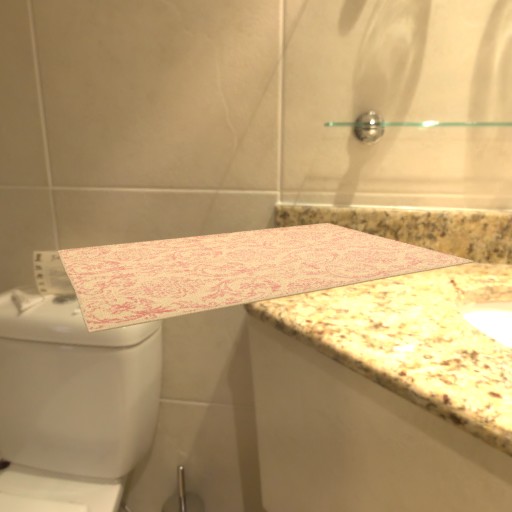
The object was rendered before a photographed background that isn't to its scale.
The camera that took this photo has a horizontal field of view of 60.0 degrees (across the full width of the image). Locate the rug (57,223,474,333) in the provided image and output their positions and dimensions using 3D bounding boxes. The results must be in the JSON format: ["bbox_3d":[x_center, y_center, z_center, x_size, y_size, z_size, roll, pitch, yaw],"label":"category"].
[{"bbox_3d":[0.000,0.000,3.494,2.746,0.018,1.819,-7,16,-27],"label":"rug"}]
